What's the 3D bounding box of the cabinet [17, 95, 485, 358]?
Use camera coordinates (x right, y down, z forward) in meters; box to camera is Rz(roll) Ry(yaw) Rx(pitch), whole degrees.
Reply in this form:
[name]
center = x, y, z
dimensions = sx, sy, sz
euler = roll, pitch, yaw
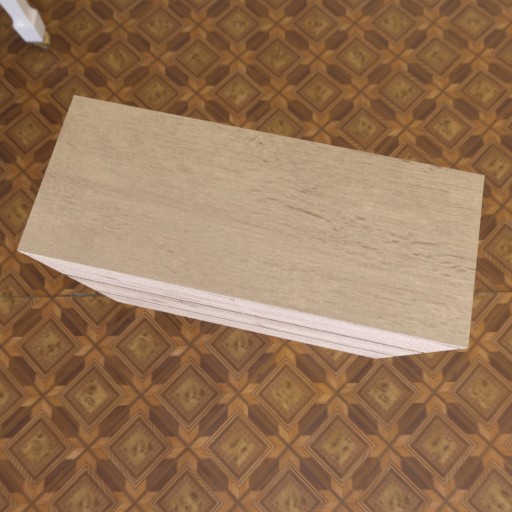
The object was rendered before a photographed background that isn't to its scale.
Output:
[cabinet]
center = 0.000, 0.000, 1.444
dimensions = 1.040, 0.820, 0.420
euler = 12, 76, 3
